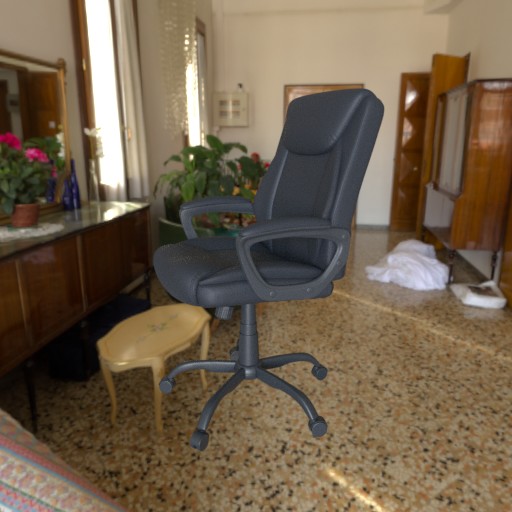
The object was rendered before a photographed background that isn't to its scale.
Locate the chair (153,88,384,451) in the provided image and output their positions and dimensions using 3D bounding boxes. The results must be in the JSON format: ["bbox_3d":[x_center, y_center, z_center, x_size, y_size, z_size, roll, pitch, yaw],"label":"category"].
[{"bbox_3d":[0.000,0.000,1.503,0.655,1.072,0.615,-7,16,-26],"label":"chair"}]
